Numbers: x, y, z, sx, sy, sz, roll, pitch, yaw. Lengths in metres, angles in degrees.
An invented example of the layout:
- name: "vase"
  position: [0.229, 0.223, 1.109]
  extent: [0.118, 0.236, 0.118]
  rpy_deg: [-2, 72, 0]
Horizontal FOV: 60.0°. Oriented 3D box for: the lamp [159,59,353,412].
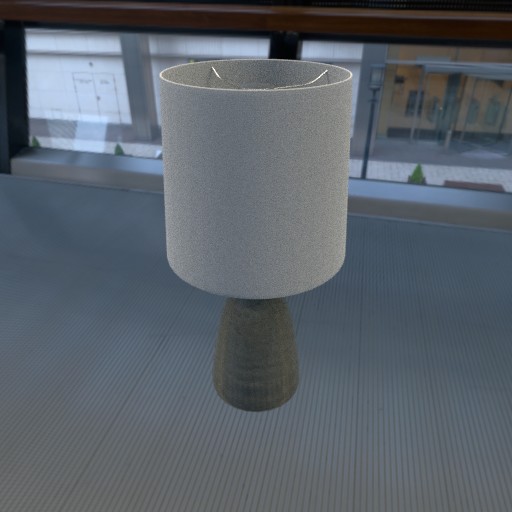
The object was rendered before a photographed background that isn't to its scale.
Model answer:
- name: "lamp"
  position: [0.000, 0.000, 0.476]
  extent: [0.186, 0.369, 0.186]
  rpy_deg: [0, 31, 0]
